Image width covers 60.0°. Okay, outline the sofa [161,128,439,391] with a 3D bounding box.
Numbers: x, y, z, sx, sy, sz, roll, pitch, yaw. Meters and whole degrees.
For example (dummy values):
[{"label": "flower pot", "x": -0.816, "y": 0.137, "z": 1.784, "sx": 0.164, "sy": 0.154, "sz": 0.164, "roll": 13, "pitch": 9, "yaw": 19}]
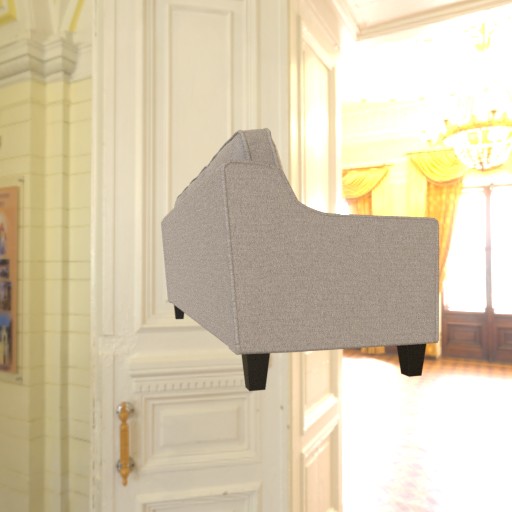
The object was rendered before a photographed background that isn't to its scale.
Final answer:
[{"label": "sofa", "x": 0.000, "y": 0.000, "z": 2.588, "sx": 0.899, "sy": 0.950, "sz": 2.129, "roll": 0, "pitch": -1, "yaw": -17}]
